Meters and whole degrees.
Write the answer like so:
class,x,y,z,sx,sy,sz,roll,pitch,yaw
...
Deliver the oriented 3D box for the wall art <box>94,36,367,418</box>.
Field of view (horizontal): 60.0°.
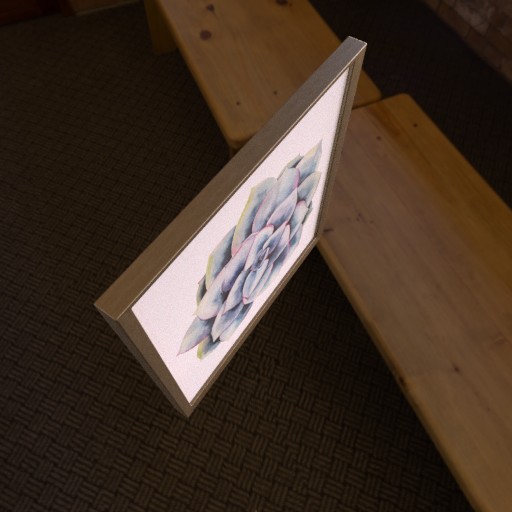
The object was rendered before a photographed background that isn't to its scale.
class,x,y,z,sx,sy,sz,roll,pitch,yaw
wall art,0.000,0.000,0.741,0.030,0.506,0.503,31,65,17
